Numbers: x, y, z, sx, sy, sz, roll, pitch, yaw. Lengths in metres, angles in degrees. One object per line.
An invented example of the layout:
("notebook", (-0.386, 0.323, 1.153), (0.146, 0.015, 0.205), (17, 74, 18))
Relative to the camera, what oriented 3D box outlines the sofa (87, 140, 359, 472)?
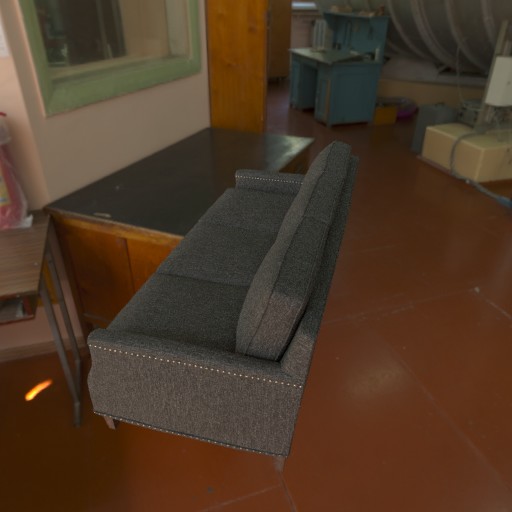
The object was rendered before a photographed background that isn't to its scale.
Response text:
("sofa", (0.000, 0.000, 2.819), (1.084, 1.003, 2.246), (8, 32, 13))
